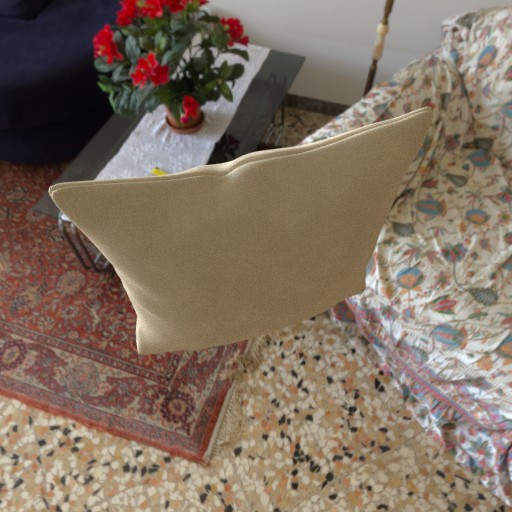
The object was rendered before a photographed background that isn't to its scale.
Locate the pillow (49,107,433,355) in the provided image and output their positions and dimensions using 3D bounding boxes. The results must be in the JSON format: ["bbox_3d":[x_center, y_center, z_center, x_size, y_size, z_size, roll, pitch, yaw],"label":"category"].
[{"bbox_3d":[0.000,0.000,0.648,0.437,0.420,0.162,-14,56,-10],"label":"pillow"}]
